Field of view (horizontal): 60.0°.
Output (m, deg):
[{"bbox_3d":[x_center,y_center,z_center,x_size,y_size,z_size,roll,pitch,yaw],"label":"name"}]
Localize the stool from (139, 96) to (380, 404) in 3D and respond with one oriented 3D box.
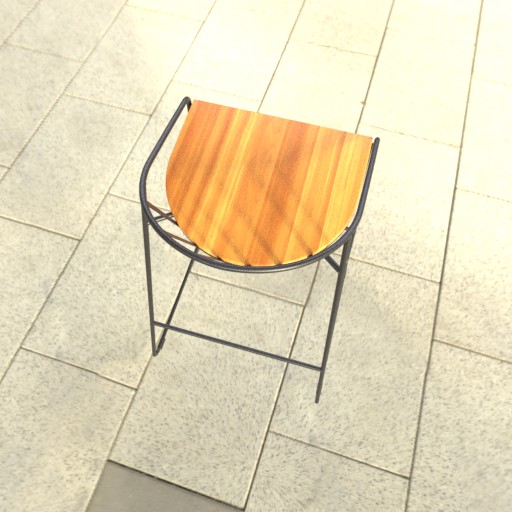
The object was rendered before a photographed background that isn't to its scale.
[{"bbox_3d":[0.000,0.000,1.159,0.546,0.812,0.521,14,65,7],"label":"stool"}]
